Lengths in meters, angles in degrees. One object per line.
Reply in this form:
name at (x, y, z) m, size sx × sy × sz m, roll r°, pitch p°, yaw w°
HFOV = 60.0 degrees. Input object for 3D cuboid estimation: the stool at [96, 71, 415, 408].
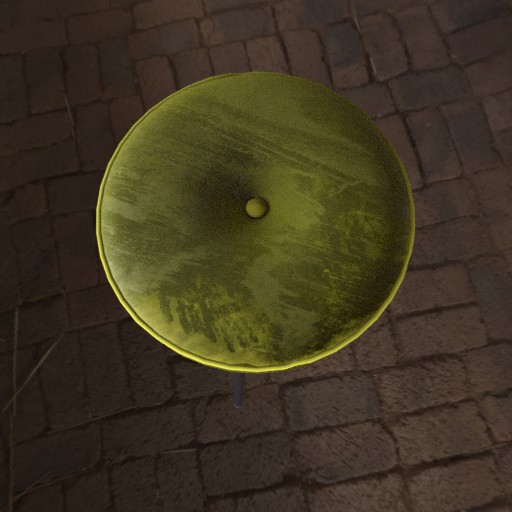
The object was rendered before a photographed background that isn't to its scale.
stool at (0.000, 0.000, 0.796) m, size 0.409 × 0.508 × 0.409 m, roll -36°, pitch 78°, yaw -9°
